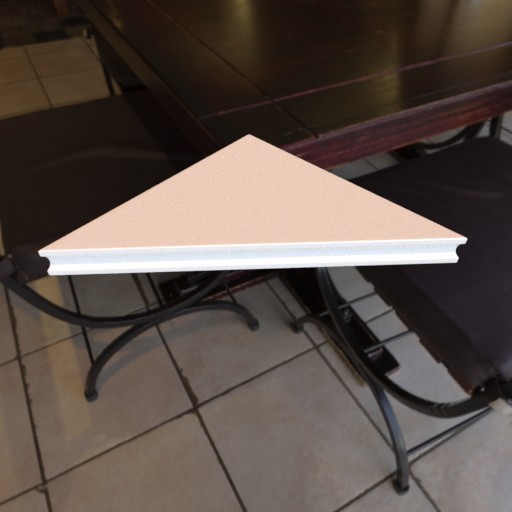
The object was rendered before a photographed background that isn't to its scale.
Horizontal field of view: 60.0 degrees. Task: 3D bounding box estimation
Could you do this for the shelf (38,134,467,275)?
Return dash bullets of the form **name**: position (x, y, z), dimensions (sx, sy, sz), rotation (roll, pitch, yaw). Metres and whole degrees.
- **shelf**: position (0.000, 0.000, 0.441), dimensions (0.296, 0.035, 0.296), rotation (33, 53, 29)
